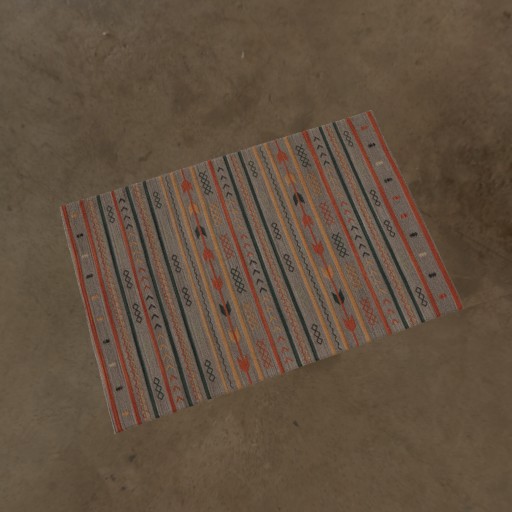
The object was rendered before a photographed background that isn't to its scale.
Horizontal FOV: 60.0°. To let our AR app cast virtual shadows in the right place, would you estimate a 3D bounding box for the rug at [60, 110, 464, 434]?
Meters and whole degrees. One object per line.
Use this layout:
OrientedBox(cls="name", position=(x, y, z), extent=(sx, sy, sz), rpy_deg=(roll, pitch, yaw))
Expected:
OrientedBox(cls="rug", position=(0.000, 0.000, 2.329), extent=(1.835, 0.017, 1.220), rpy_deg=(-18, 75, -5))
